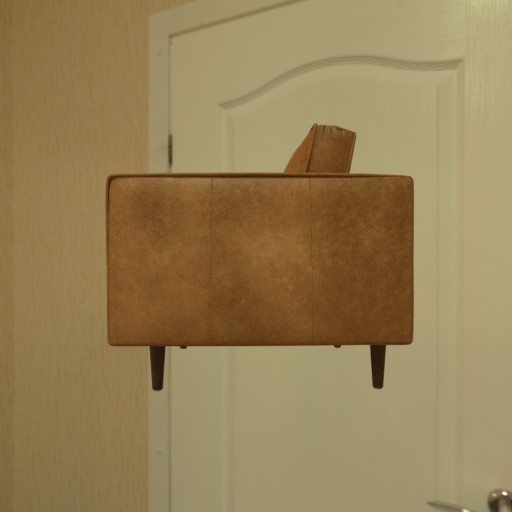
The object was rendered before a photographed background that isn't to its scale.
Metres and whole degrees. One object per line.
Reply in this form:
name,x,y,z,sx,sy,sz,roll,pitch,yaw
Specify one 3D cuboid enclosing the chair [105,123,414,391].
chair,0.000,0.000,1.556,0.798,0.767,0.928,0,0,-2
